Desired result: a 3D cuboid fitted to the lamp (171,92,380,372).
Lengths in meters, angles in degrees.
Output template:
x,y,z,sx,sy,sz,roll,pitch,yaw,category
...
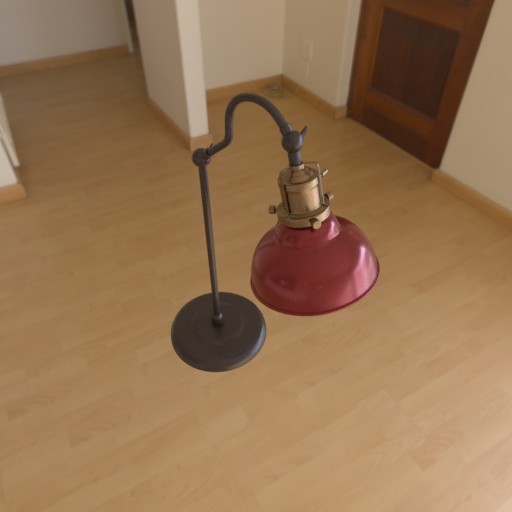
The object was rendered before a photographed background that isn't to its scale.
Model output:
x,y,z,sx,sy,sz,roll,pitch,yaw,category
0.000,0.000,0.684,0.374,0.508,0.192,25,48,25,lamp
